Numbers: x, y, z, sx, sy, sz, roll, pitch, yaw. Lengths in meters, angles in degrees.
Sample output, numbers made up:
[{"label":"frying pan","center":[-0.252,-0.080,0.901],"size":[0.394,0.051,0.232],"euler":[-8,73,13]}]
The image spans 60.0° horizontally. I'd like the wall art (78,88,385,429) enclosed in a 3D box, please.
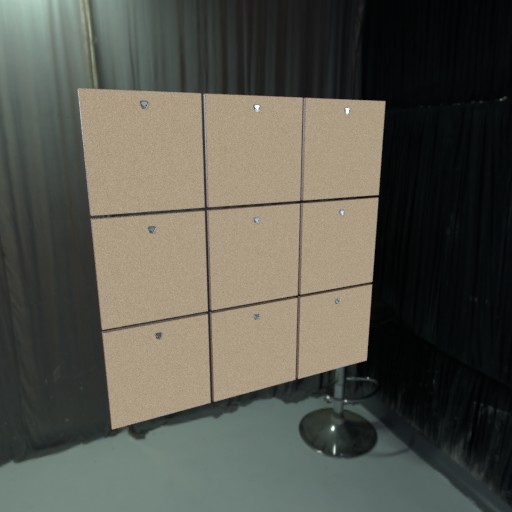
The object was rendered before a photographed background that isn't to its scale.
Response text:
[{"label":"wall art","center":[0.000,0.000,1.325],"size":[0.906,0.904,0.018],"euler":[-7,17,-25]}]
